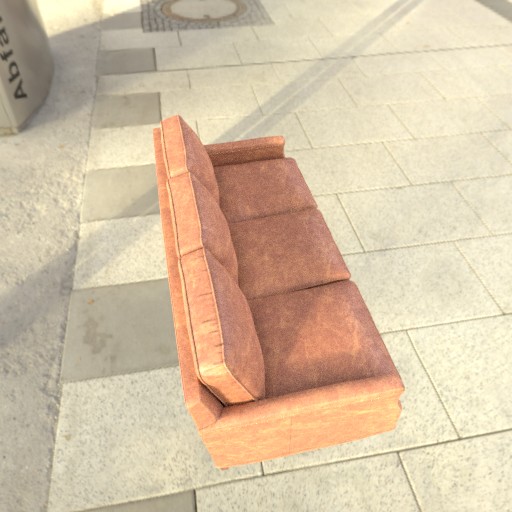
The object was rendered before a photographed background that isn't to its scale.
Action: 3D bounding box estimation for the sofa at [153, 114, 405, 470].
[{"bbox_3d":[0.000,0.000,2.829,1.084,1.003,2.246,-9,47,-9],"label":"sofa"}]
